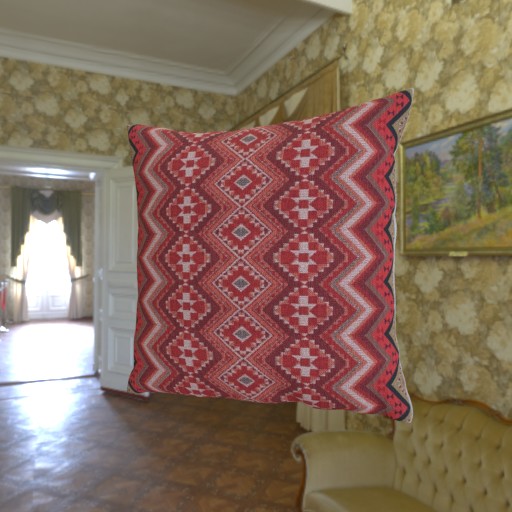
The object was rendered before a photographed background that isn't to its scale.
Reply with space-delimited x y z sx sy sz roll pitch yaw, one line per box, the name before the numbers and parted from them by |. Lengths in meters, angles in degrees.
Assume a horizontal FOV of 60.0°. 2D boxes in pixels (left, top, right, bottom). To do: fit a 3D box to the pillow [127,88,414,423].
pillow | 0.000 0.000 0.759 0.513 0.511 0.158 0 -1 19
